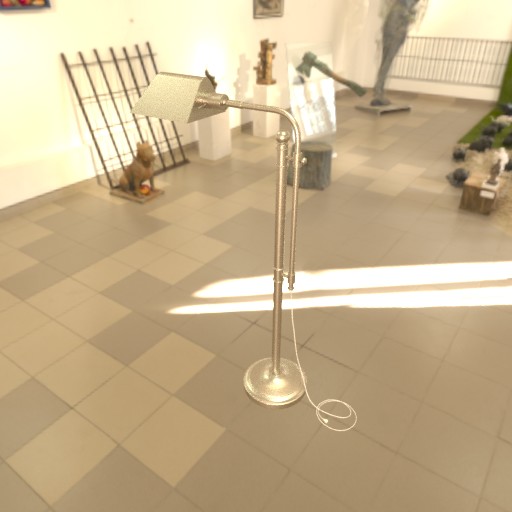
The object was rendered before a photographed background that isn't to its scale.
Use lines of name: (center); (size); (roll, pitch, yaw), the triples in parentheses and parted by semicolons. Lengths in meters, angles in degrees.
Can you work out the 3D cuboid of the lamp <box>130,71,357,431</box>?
lamp: (0.000, 0.000, 0.961); (0.546, 0.708, 0.159); (20, 36, 30)
